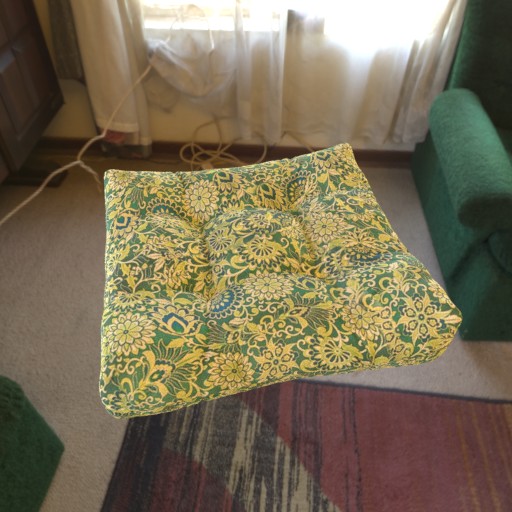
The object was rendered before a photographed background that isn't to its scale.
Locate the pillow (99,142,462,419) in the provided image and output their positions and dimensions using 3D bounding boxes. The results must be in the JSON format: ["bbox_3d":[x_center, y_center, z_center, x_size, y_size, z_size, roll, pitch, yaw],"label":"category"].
[{"bbox_3d":[0.000,0.000,0.735,0.490,0.128,0.468,-9,46,-8],"label":"pillow"}]
